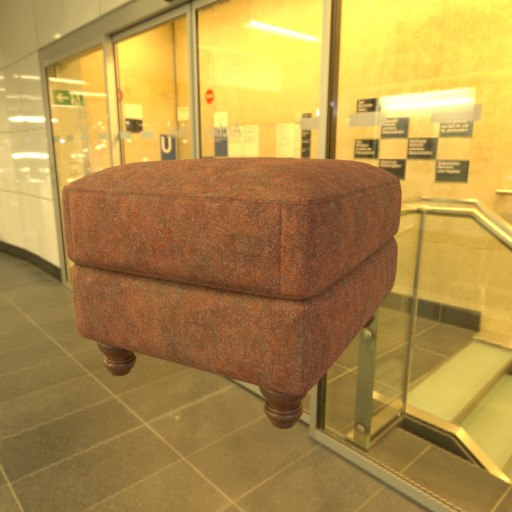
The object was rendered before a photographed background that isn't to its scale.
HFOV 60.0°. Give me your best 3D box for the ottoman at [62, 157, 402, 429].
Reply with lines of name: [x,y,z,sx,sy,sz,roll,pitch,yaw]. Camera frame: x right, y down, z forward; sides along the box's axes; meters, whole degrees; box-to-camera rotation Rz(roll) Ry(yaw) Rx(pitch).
ottoman: [0.000,0.000,1.169,0.635,0.508,0.787,7,15,28]
